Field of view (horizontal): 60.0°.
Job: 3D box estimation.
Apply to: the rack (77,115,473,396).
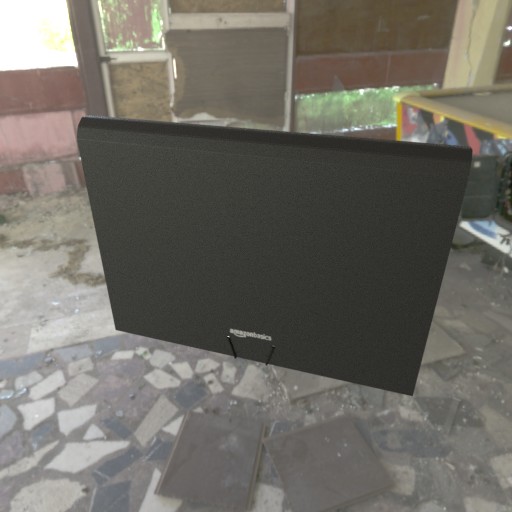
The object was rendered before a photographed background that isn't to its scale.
[{"bbox_3d":[0.000,0.000,0.427,0.330,0.241,0.041,9,32,15],"label":"rack"}]
